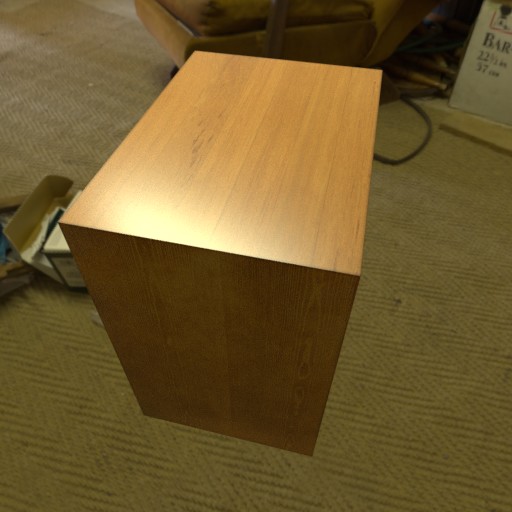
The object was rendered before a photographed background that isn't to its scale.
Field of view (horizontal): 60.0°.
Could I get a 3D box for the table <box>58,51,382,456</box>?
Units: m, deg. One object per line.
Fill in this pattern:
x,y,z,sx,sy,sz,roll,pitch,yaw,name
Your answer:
0.000,0.000,0.949,0.400,0.605,0.550,10,48,9,table
